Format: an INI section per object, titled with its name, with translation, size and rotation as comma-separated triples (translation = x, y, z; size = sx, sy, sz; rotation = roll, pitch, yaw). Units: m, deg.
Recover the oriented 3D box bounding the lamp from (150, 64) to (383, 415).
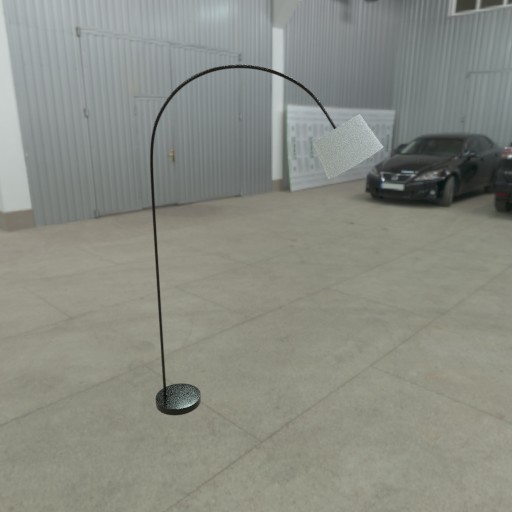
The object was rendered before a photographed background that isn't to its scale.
[lamp]
translation = 0.000, 0.000, 2.628
size = 1.363, 2.104, 0.331
rotation = 2, 16, 8
